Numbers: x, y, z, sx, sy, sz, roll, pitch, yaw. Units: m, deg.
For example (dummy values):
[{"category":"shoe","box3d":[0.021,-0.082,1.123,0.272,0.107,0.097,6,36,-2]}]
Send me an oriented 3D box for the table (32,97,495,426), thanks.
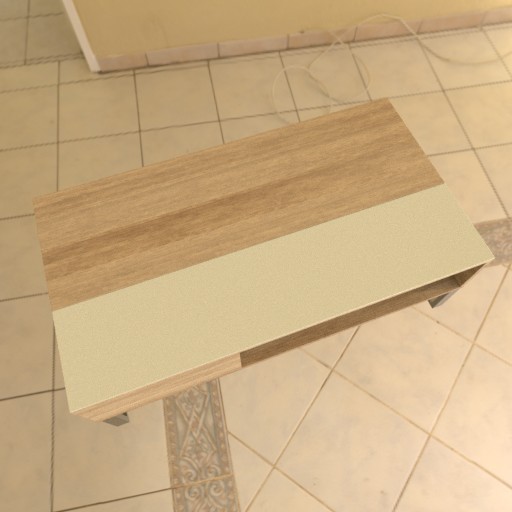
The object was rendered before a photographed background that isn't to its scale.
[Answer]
[{"category":"table","box3d":[0.000,0.000,1.344,1.100,0.350,0.600,-18,65,-9]}]
